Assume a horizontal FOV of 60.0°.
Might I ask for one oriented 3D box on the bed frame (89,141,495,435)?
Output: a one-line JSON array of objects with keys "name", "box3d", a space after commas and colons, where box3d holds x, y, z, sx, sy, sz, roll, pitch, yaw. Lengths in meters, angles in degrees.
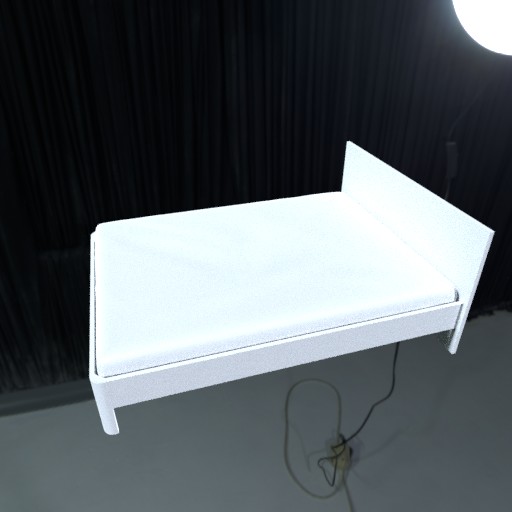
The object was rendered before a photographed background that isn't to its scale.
[{"name": "bed frame", "box3d": [0.000, 0.000, 2.711, 1.950, 0.800, 1.490, -9, 33, -15]}]
